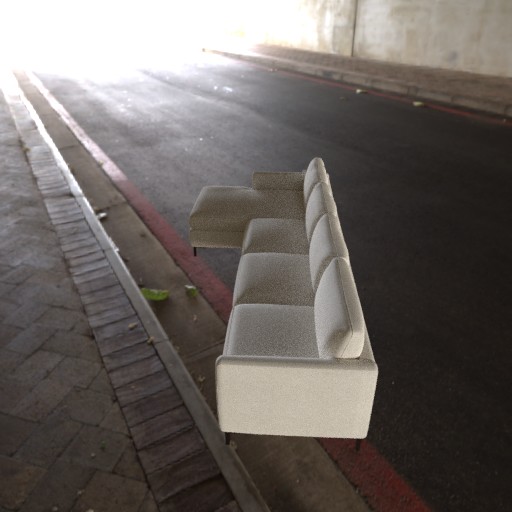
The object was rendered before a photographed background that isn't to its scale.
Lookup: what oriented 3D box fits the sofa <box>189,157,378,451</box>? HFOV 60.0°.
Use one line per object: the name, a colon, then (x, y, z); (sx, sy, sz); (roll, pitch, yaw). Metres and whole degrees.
sofa: (0.000, 0.000, 3.794); (1.467, 0.875, 3.186); (2, 30, 3)
